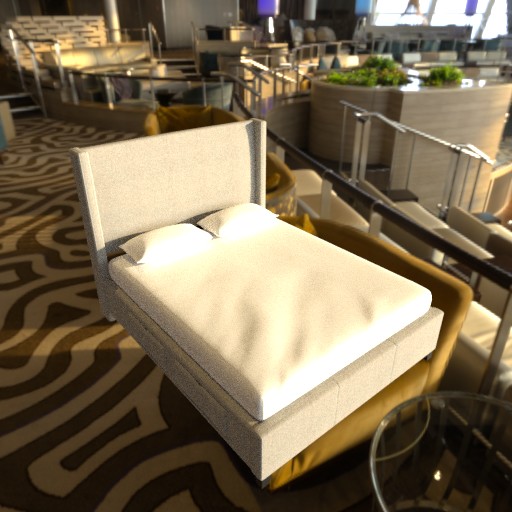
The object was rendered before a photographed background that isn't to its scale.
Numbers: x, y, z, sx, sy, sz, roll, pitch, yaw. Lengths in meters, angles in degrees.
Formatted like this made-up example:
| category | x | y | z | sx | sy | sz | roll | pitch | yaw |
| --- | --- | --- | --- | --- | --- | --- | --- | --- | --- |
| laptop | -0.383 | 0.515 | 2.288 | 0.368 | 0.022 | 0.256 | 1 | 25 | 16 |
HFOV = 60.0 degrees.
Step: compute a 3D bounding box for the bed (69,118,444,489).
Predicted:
| category | x | y | z | sx | sy | sz | roll | pitch | yaw |
| --- | --- | --- | --- | --- | --- | --- | --- | --- | --- |
| bed | 0.000 | 0.000 | 3.364 | 1.774 | 1.491 | 2.222 | -21 | 35 | -34 |
